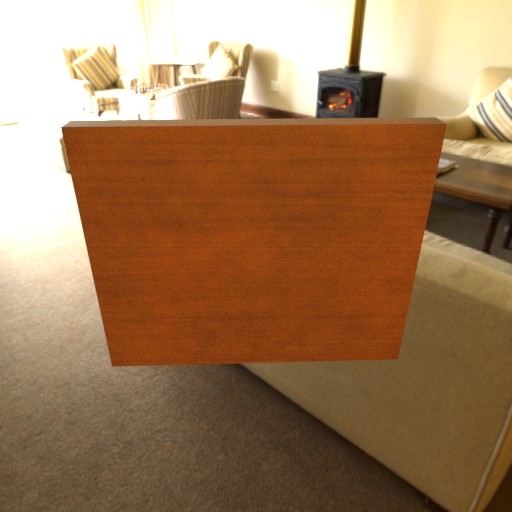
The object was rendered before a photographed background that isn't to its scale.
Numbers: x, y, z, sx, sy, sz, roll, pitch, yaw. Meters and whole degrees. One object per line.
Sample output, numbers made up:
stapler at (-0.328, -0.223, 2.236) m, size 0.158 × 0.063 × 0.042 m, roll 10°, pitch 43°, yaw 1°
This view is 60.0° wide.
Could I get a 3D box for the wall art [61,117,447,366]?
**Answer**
wall art at (0.000, 0.000, 0.553) m, size 0.401 × 0.328 × 0.030 m, roll -1°, pitch 30°, yaw -2°
